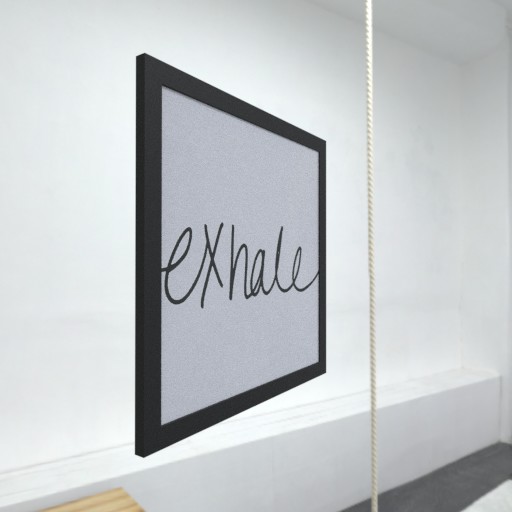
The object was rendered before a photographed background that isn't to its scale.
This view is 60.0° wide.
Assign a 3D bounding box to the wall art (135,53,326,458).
[{"bbox_3d":[0.000,0.000,0.539,0.012,0.357,0.358,0,0,35],"label":"wall art"}]
